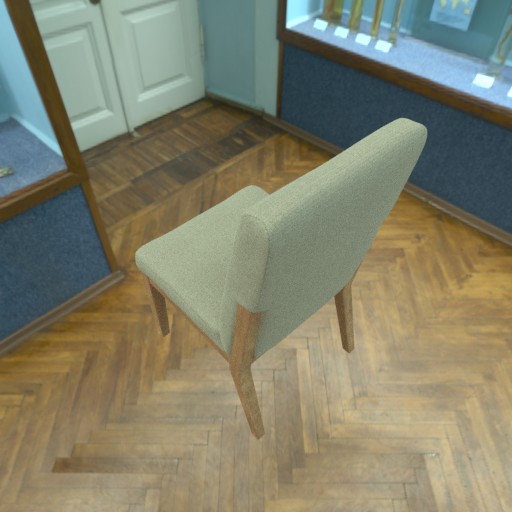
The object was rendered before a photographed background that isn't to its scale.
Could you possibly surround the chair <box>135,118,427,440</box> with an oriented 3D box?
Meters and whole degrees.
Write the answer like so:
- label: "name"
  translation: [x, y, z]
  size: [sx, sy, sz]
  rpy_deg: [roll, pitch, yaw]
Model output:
- label: "chair"
  translation: [0.000, 0.000, 1.289]
  size: [0.507, 0.911, 0.586]
  rpy_deg: [-34, 55, -28]
